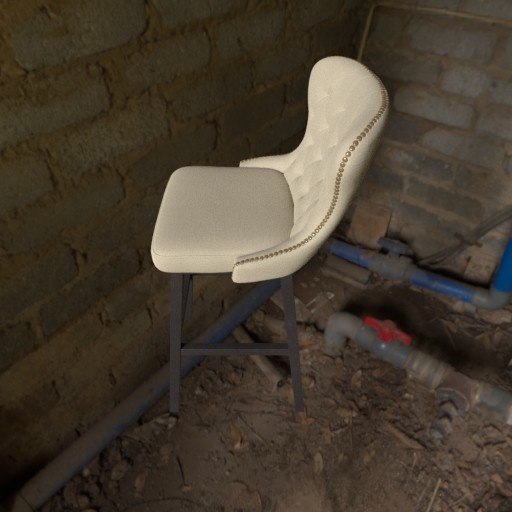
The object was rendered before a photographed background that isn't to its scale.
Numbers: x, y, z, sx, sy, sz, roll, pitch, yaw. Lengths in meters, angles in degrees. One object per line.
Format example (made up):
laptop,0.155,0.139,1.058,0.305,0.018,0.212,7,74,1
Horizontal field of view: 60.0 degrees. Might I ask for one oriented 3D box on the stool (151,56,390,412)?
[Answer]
stool,0.000,0.000,1.369,0.605,1.066,0.528,0,41,0
